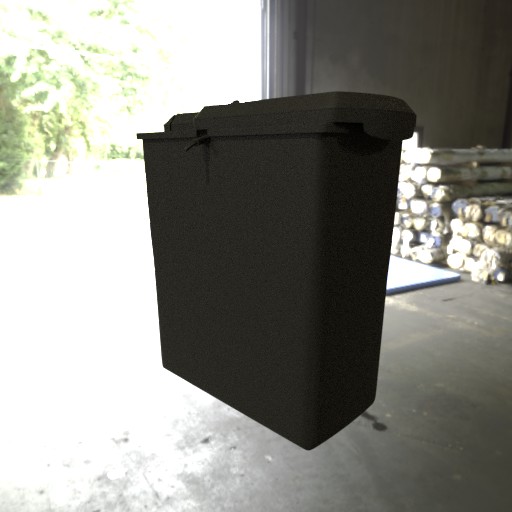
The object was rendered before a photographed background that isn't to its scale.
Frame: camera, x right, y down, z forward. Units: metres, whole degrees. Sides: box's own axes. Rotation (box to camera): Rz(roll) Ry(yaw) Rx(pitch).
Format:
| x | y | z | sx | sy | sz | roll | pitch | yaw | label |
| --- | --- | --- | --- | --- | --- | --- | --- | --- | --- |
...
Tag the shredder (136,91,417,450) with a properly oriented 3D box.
| x | y | z | sx | sy | sz | roll | pitch | yaw | label |
| --- | --- | --- | --- | --- | --- | --- | --- | --- | --- |
| 0.000 | 0.000 | 0.509 | 0.320 | 0.335 | 0.170 | 13 | 18 | 43 | shredder |
